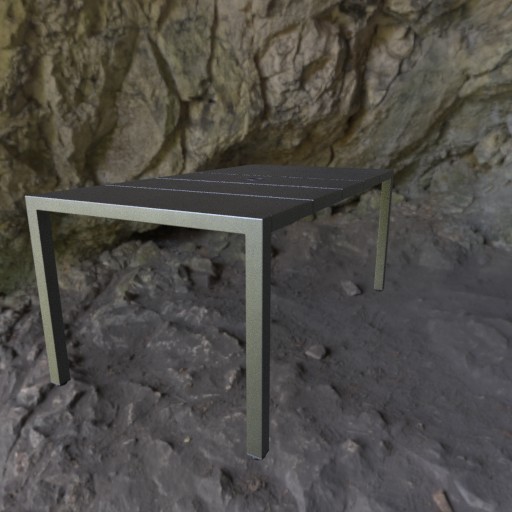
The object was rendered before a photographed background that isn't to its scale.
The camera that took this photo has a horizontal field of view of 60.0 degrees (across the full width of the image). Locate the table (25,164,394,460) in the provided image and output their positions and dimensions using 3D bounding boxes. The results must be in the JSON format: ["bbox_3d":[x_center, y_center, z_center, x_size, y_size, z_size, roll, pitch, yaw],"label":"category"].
[{"bbox_3d":[0.000,0.000,2.129,0.914,0.735,1.680,8,18,26],"label":"table"}]
